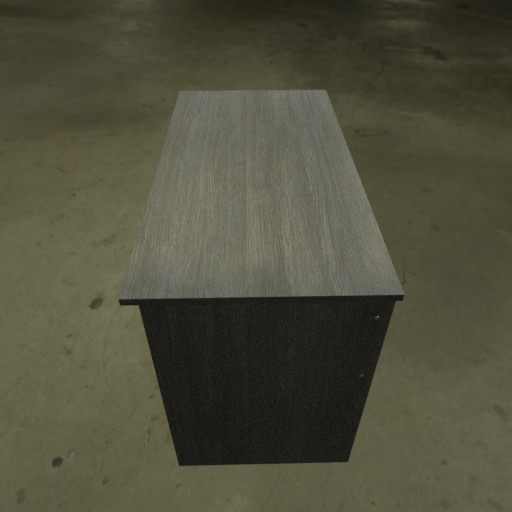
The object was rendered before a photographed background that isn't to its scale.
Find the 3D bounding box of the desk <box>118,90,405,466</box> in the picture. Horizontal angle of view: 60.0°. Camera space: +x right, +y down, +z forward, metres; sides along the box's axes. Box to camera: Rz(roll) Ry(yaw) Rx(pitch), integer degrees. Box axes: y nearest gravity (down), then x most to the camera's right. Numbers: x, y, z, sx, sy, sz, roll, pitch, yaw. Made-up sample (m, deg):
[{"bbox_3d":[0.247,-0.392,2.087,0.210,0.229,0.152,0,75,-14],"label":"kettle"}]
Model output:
[{"bbox_3d":[0.000,0.000,1.518,0.560,0.730,1.096,-1,41,-1],"label":"desk"}]
